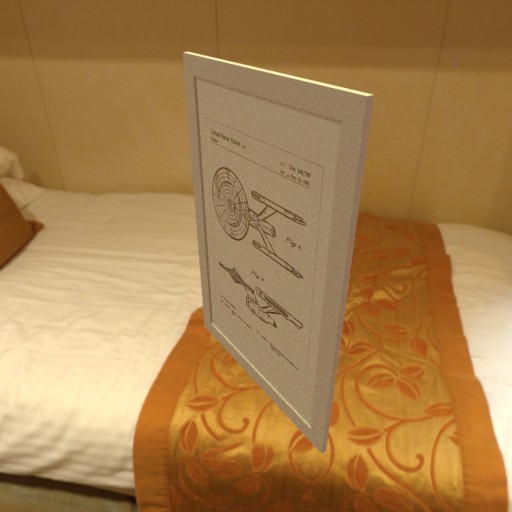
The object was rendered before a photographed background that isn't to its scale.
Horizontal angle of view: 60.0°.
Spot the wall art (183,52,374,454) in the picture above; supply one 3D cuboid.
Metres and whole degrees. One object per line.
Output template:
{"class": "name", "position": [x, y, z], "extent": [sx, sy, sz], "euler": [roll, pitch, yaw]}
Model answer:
{"class": "wall art", "position": [0.000, 0.000, 0.836], "extent": [0.011, 0.659, 0.454], "euler": [-20, 37, -29]}
